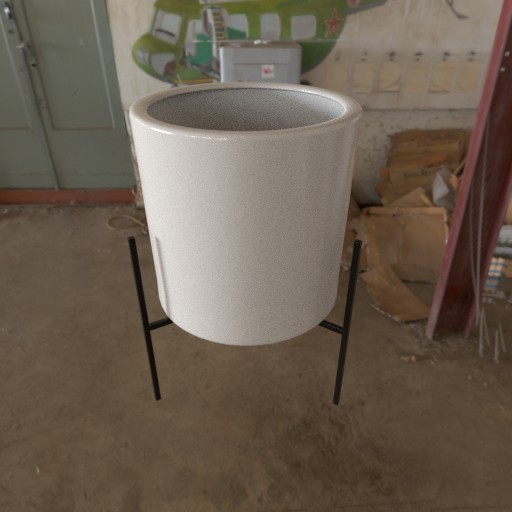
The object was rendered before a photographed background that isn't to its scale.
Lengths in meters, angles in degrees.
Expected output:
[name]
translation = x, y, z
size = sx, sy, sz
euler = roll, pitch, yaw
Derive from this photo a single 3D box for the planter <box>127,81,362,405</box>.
[planter]
translation = 0.000, 0.000, 0.646
size = 0.308, 0.431, 0.307
euler = 19, 36, 29
